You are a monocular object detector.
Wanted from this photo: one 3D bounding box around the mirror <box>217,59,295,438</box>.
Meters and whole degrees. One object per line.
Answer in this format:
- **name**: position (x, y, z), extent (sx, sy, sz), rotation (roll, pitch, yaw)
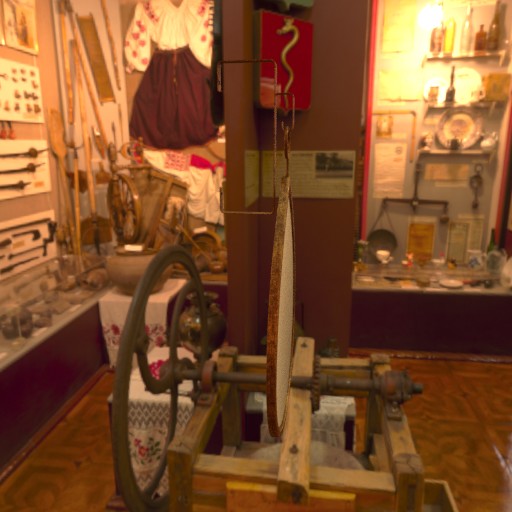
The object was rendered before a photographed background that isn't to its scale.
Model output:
- **mirror**: position (0.000, 0.000, 0.909), extent (0.144, 0.744, 0.405), rotation (2, 14, 9)
